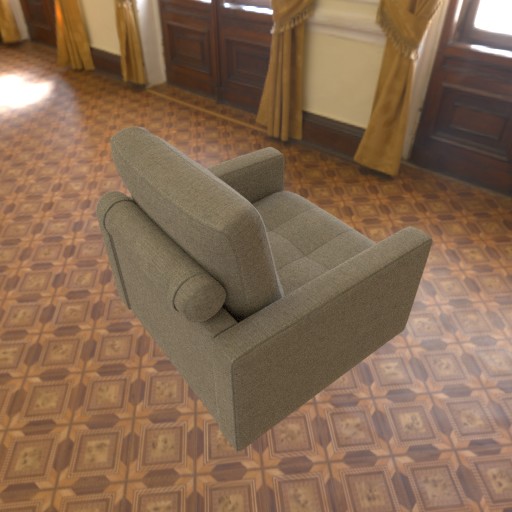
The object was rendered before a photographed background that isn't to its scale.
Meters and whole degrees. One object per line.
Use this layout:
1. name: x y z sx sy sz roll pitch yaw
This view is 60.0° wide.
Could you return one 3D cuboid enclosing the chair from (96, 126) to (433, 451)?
1. chair: 0.000 0.000 1.526 0.843 0.880 0.821 -26 47 -28
